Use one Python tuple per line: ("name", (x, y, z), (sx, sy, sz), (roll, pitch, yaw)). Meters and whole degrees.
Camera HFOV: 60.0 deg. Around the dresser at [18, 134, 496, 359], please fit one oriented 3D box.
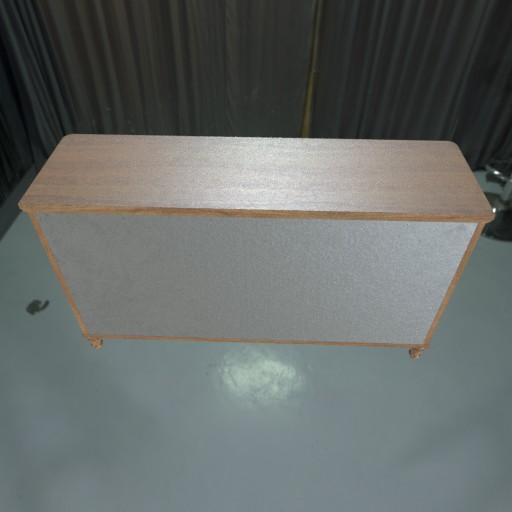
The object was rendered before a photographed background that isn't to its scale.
("dresser", (0.000, 0.000, 1.945), (1.583, 0.892, 0.468), (1, 45, 1))
